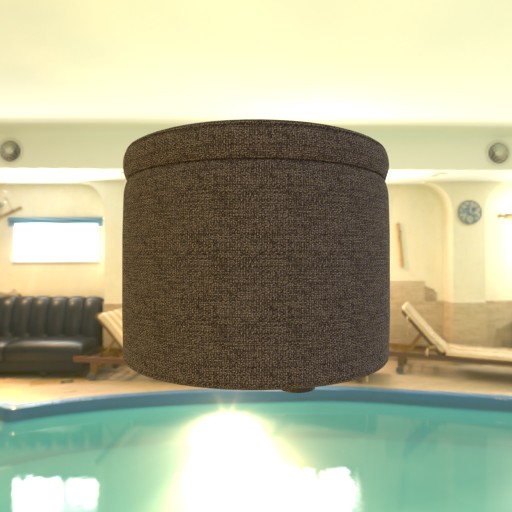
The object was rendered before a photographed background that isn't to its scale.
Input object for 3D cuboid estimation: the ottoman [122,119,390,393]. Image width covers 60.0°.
[{"bbox_3d":[0.000,0.000,0.899,0.520,0.430,0.520,0,0,0],"label":"ottoman"}]
